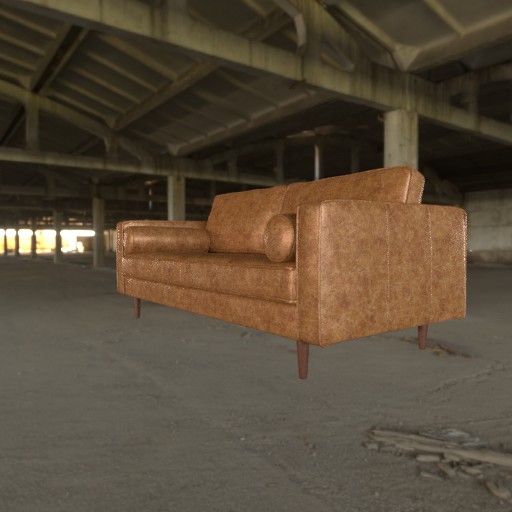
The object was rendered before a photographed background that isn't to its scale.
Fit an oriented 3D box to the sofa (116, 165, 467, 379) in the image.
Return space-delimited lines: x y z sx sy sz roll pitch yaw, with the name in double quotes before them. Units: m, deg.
"sofa" 0.000 0.000 2.426 0.924 0.825 1.920 -1 2 -36
